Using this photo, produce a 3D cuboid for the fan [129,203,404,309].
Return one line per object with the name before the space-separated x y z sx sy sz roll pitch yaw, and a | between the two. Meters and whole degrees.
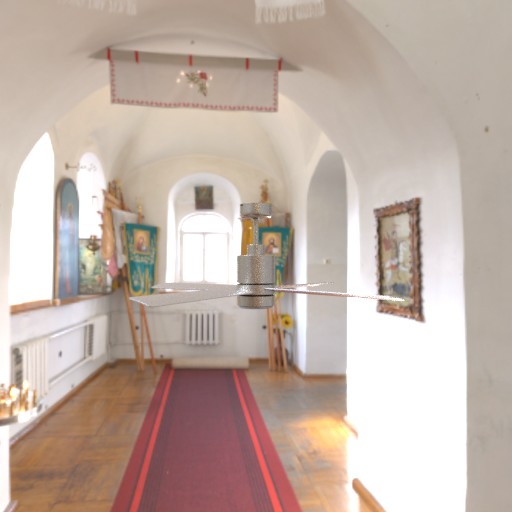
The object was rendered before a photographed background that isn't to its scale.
fan | 0.000 0.000 2.331 1.525 0.539 1.525 0 0 38
